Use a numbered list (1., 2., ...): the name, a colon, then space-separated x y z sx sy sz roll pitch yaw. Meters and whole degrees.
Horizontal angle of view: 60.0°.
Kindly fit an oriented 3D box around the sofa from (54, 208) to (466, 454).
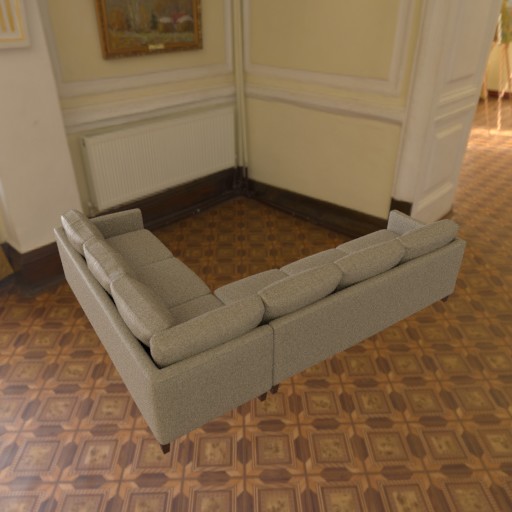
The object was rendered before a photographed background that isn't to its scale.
1. sofa: 0.000 0.000 4.520 3.302 0.947 2.593 -19 35 -29
